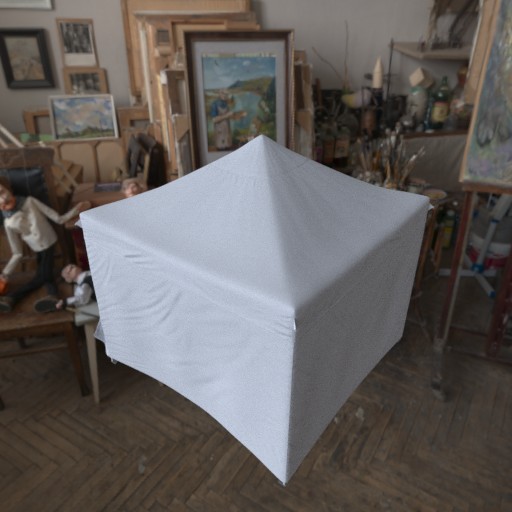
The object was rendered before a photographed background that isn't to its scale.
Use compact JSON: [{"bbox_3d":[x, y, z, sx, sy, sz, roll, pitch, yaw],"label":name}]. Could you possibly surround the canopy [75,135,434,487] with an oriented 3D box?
[{"bbox_3d":[0.000,0.000,5.486,3.121,2.997,3.043,22,36,33],"label":"canopy"}]
